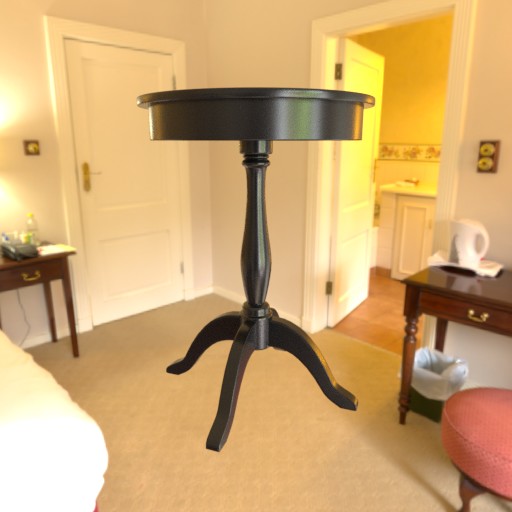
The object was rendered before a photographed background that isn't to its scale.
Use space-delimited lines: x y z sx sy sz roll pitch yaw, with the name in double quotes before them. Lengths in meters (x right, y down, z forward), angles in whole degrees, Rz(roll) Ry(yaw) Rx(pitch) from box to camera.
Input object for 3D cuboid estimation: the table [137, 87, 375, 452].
"table" 0.000 0.000 0.997 0.481 0.665 0.481 0 15 0
